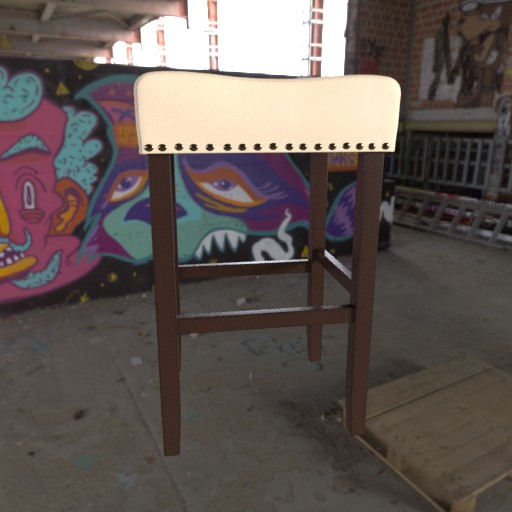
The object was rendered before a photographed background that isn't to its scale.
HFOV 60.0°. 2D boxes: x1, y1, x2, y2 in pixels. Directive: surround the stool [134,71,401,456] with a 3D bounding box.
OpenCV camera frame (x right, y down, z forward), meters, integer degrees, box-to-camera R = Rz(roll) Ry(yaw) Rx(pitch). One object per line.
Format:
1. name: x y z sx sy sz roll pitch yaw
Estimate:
1. stool: 0.000 0.000 1.040 0.471 0.762 0.401 -3 16 -9
